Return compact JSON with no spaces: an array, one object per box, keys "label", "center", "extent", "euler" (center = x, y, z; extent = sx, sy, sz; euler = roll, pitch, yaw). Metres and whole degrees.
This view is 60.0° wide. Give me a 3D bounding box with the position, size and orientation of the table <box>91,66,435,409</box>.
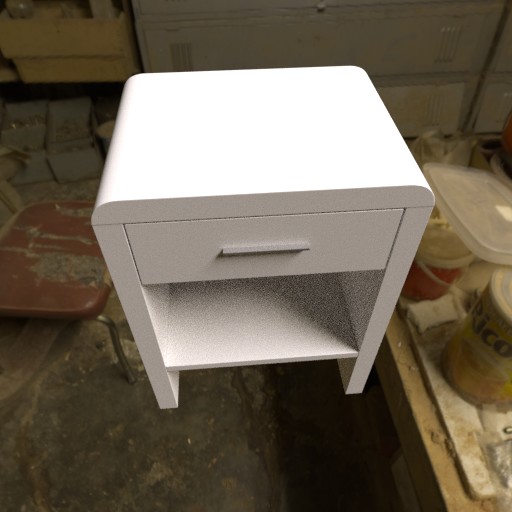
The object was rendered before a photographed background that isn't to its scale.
[{"label":"table","center":[0.000,0.000,0.879],"extent":[0.450,0.590,0.350],"euler":[-4,47,-3]}]
